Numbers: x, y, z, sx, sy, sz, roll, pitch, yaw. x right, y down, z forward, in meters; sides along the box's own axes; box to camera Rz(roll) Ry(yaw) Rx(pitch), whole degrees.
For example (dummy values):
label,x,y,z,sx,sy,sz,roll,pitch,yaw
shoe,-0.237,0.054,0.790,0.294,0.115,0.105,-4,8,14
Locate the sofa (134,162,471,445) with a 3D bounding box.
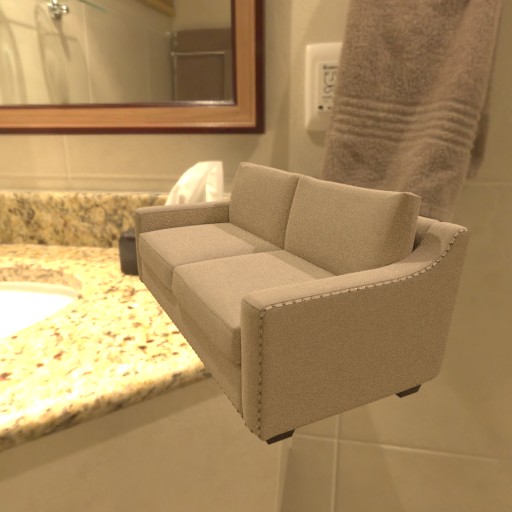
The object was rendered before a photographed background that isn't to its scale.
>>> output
label,x,y,z,sx,sy,sz,roll,pitch,yaw
sofa,0.000,0.000,2.732,1.104,0.983,2.107,-8,19,-25
